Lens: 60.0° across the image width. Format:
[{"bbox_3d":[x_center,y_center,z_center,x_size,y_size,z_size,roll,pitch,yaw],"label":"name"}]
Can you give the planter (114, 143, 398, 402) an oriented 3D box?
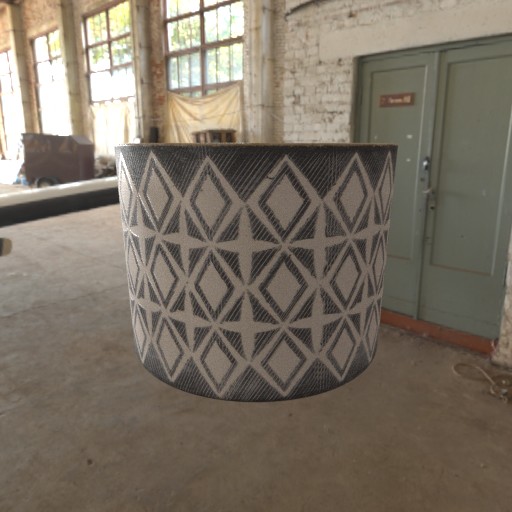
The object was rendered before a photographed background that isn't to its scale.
[{"bbox_3d":[0.000,0.000,0.334,0.192,0.165,0.192,0,14,0],"label":"planter"}]
